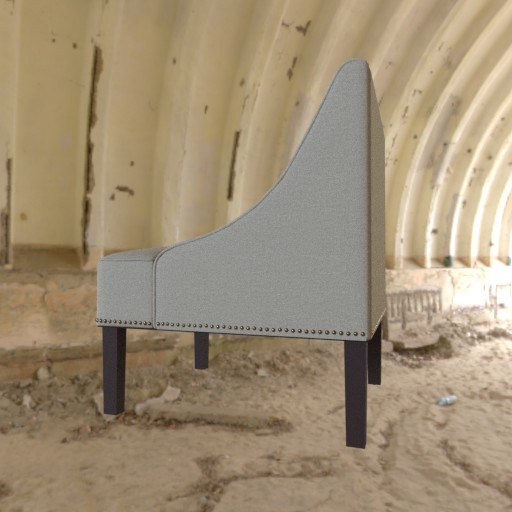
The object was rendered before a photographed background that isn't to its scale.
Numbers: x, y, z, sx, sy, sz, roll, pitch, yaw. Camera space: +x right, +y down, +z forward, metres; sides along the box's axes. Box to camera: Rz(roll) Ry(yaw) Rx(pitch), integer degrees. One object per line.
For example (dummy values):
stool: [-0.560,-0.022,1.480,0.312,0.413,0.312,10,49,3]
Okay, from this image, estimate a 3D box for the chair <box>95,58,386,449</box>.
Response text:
chair: [0.000,0.000,1.356,0.737,0.864,0.610,0,-1,19]
